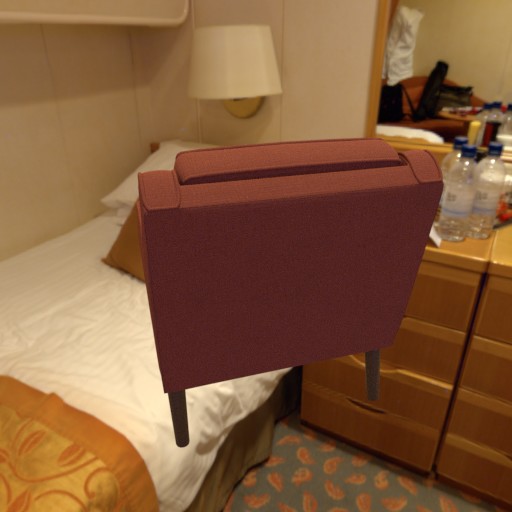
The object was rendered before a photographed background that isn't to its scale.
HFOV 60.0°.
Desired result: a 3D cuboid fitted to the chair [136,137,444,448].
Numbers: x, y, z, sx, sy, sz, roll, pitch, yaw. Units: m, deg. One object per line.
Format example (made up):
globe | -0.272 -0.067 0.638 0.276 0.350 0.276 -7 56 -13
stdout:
chair | 0.000 0.000 1.379 0.680 0.812 0.770 -8 28 -15
